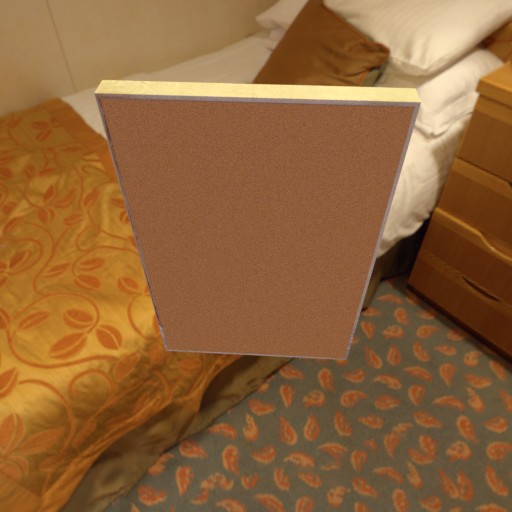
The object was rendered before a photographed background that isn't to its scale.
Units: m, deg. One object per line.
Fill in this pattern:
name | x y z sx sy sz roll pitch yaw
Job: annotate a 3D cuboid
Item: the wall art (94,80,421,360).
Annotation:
wall art | 0.000 0.000 0.778 0.403 0.607 0.036 2 47 2
